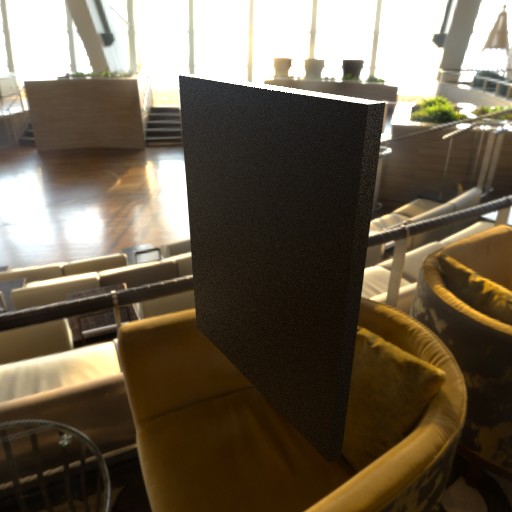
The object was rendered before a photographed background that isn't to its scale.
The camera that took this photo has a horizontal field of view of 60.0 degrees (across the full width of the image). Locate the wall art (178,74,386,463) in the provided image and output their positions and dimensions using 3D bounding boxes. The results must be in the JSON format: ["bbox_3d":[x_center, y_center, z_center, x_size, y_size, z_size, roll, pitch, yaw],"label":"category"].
[{"bbox_3d":[0.000,0.000,0.770,0.028,0.557,0.457,-17,31,-31],"label":"wall art"}]
